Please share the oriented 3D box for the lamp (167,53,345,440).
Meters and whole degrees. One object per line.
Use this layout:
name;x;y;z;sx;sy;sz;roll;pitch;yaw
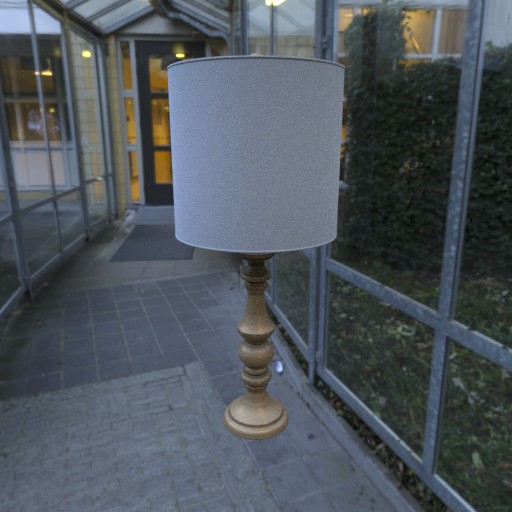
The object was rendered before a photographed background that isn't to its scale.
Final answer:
lamp;0.000;0.000;0.708;0.250;0.597;0.250;-2;15;-8
